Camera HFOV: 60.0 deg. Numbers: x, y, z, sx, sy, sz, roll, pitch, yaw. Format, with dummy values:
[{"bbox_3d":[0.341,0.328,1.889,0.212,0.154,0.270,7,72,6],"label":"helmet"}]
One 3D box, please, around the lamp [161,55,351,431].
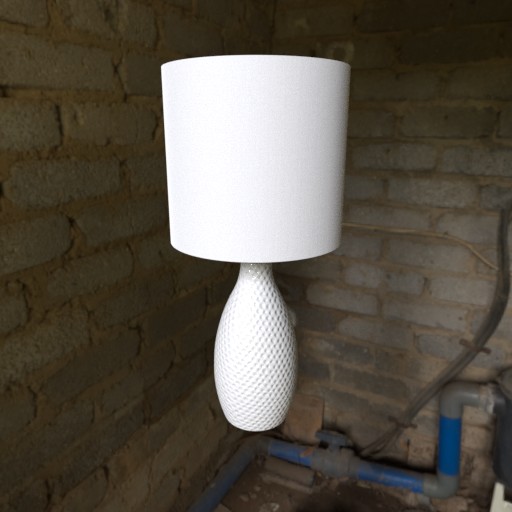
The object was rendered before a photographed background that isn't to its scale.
[{"bbox_3d":[0.000,0.000,0.575,0.214,0.466,0.214,-3,17,-10],"label":"lamp"}]
